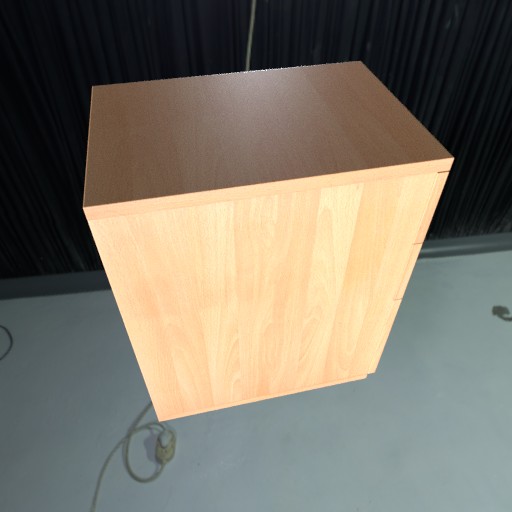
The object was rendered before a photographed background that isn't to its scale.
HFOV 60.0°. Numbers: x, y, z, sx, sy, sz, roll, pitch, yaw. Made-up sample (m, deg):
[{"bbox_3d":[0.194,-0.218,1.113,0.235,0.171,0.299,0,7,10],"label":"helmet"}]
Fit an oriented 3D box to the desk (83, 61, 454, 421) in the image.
[{"bbox_3d":[0.000,0.000,1.080,0.600,0.730,0.404,-9,46,-9],"label":"desk"}]
